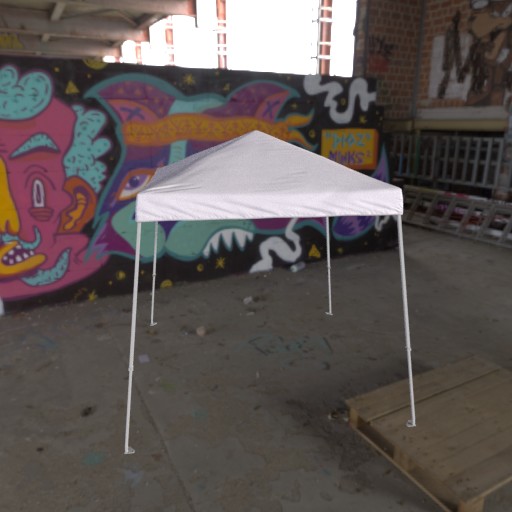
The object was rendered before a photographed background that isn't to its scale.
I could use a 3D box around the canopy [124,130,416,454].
[{"bbox_3d":[0.000,0.000,5.220,2.850,2.850,2.849,-2,16,-8],"label":"canopy"}]
